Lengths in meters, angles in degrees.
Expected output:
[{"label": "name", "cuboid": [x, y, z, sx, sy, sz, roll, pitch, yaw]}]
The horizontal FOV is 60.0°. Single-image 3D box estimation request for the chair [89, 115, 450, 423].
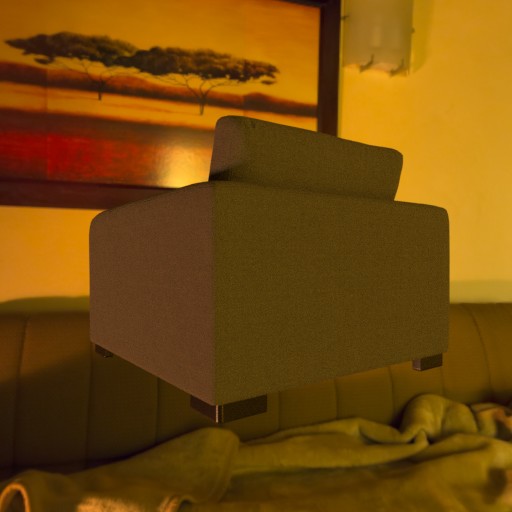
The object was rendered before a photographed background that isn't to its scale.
[{"label": "chair", "cuboid": [0.000, 0.000, 1.842, 1.070, 0.847, 1.100, 0, 0, -36]}]
